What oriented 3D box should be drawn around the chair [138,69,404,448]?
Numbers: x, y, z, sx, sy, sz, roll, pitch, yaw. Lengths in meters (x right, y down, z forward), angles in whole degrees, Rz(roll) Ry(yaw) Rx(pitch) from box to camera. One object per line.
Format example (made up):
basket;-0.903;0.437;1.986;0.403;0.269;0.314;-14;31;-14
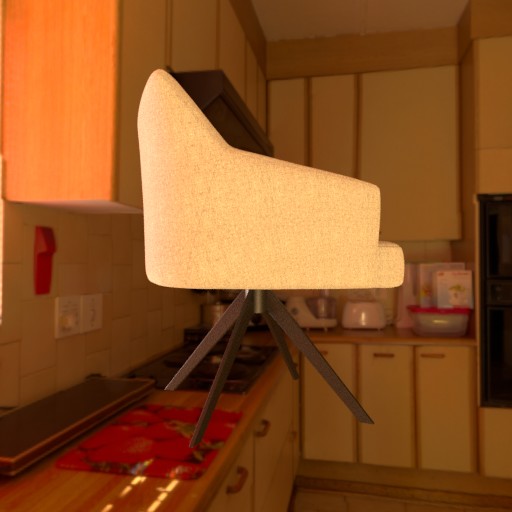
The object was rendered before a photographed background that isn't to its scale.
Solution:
chair;0.000;0.000;1.313;0.677;0.874;0.642;0;-1;-18
